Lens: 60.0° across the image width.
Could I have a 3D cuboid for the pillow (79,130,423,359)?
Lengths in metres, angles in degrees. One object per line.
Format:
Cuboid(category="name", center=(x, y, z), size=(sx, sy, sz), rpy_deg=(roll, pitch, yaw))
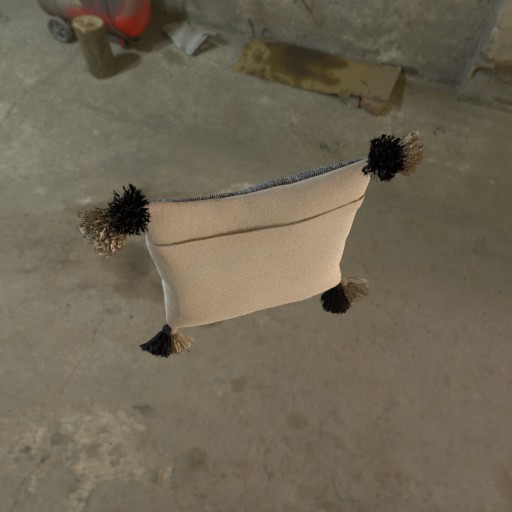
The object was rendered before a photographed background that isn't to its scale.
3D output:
Cuboid(category="pillow", center=(0.000, 0.000, 1.006), size=(0.654, 0.659, 0.170), rpy_deg=(-13, 58, -9))
